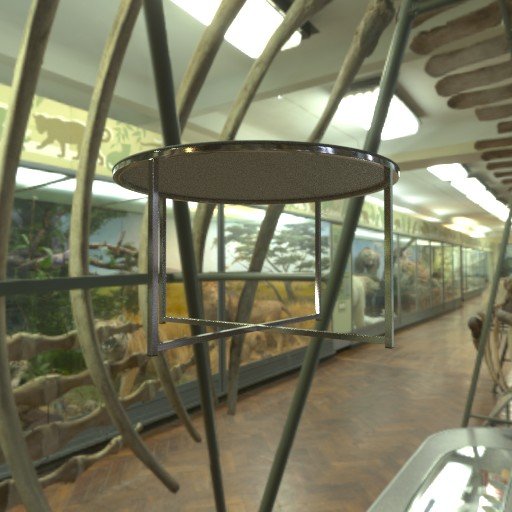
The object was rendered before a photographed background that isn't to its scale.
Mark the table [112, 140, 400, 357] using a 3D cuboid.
[{"bbox_3d":[0.000,0.000,1.289,0.800,0.450,0.800,0,-1,0],"label":"table"}]
